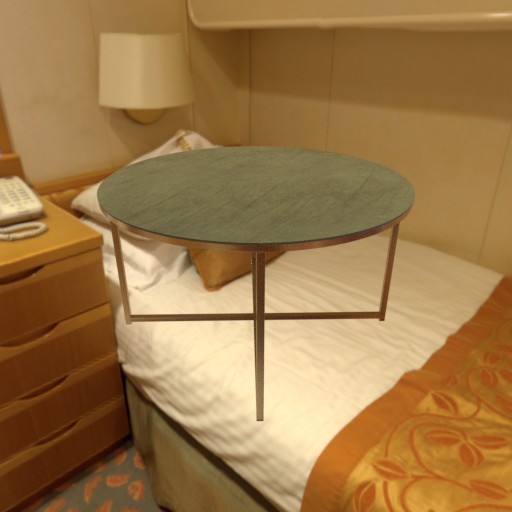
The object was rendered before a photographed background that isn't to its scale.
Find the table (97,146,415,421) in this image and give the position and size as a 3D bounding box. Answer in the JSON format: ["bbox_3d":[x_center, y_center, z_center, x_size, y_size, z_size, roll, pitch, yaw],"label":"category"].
[{"bbox_3d":[0.000,0.000,1.270,0.800,0.450,0.800,0,26,0],"label":"table"}]
